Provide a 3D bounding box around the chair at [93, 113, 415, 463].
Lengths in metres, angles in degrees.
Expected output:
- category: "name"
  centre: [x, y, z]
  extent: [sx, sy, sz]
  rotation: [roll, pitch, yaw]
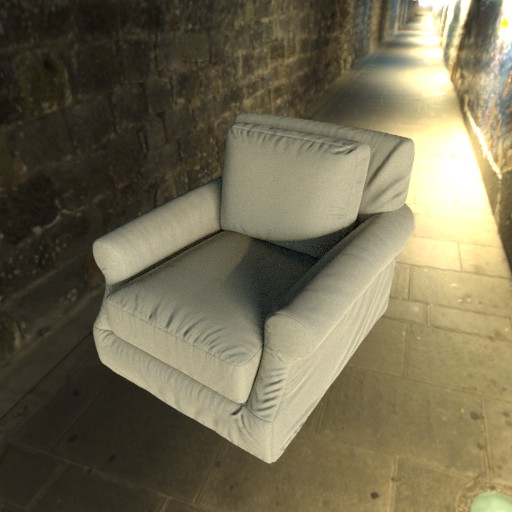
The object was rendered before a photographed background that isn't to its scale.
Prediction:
- category: "chair"
  centre: [0.000, 0.000, 1.738]
  extent: [0.940, 0.866, 1.066]
  rotation: [19, 35, 29]
